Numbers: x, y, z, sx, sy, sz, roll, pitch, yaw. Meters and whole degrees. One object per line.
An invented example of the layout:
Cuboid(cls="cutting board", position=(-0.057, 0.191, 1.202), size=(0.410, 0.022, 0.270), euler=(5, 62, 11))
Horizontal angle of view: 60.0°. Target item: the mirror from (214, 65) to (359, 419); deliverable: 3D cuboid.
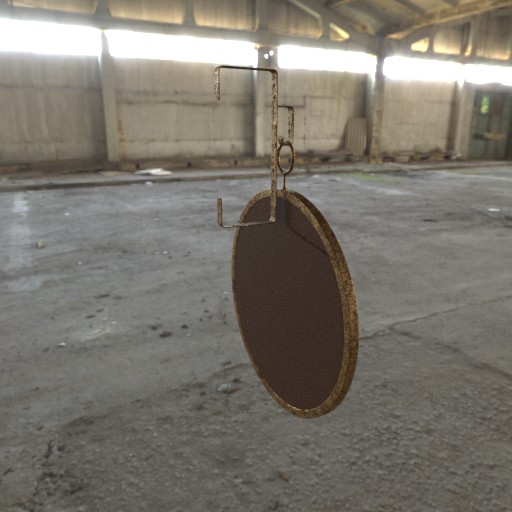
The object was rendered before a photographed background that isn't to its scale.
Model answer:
Cuboid(cls="mirror", position=(0.000, 0.000, 0.828), size=(0.144, 0.651, 0.447), euler=(-8, 17, -26))
